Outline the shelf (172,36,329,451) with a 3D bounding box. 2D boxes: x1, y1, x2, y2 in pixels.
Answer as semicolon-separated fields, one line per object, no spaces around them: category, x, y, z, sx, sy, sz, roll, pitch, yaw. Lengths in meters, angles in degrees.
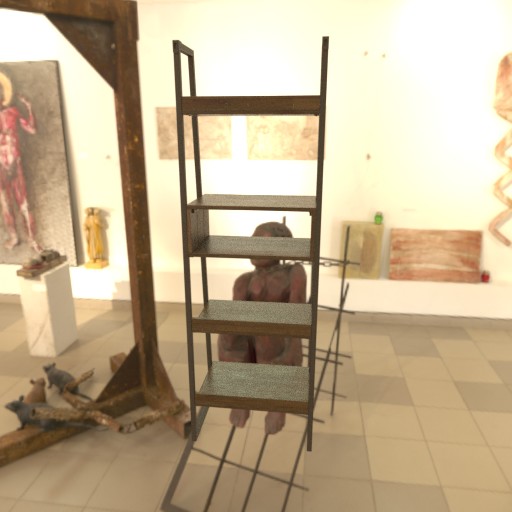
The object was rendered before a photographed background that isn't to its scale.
shelf;0.000;0.000;2.319;0.652;2.005;0.454;2;16;7
